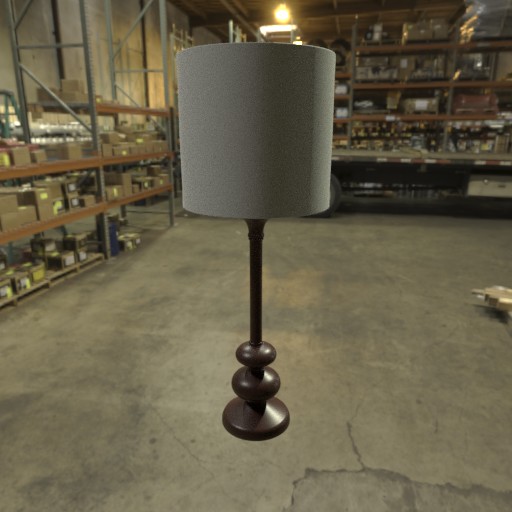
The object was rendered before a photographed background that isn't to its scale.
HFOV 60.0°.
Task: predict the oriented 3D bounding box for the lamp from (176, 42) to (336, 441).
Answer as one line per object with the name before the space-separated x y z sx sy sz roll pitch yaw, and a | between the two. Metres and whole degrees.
lamp | 0.000 0.000 0.804 0.254 0.690 0.254 3 16 11
